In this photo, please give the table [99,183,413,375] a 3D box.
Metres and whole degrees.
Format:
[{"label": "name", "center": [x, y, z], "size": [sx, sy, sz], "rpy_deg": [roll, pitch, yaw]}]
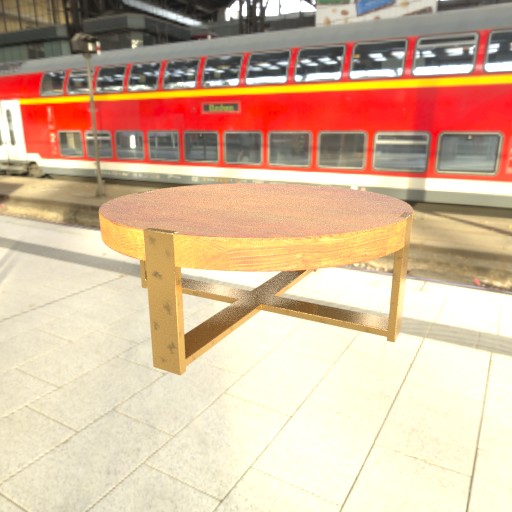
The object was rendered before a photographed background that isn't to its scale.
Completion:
[{"label": "table", "center": [0.000, 0.000, 1.703], "size": [1.100, 0.420, 1.100], "rpy_deg": [0, 16, 0]}]
